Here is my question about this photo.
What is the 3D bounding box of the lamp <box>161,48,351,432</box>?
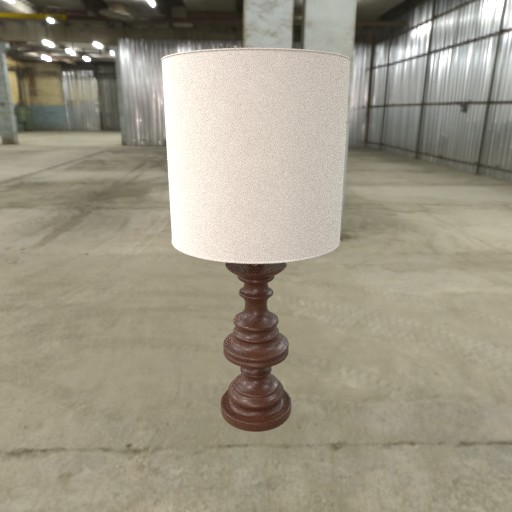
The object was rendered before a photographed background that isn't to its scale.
[{"bbox_3d":[0.000,0.000,0.564,0.208,0.455,0.208,8,19,24],"label":"lamp"}]
